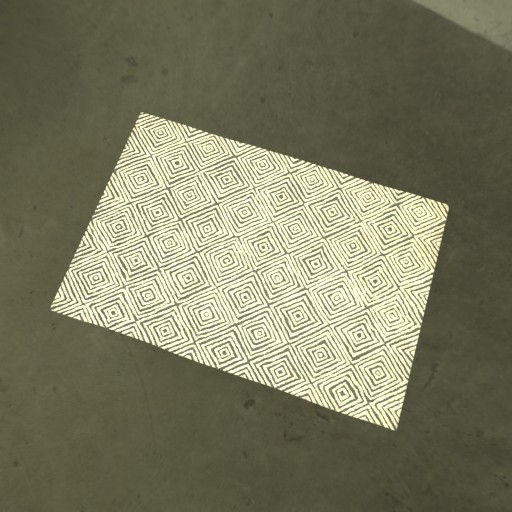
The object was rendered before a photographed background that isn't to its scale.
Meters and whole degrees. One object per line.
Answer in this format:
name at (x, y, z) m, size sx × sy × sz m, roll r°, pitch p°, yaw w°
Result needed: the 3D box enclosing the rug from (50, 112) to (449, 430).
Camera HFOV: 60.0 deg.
rug at (0.000, 0.000, 2.256) m, size 1.750 × 0.004 × 1.177 m, roll 18°, pitch 75°, yaw 5°
